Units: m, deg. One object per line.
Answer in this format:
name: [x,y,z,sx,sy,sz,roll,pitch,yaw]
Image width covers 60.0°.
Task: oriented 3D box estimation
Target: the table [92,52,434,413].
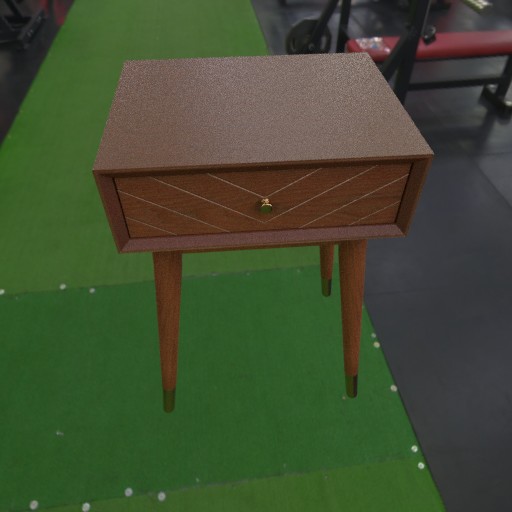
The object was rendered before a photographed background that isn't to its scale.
table: [0.000,0.000,0.810,0.406,0.599,0.300,-3,46,-3]
